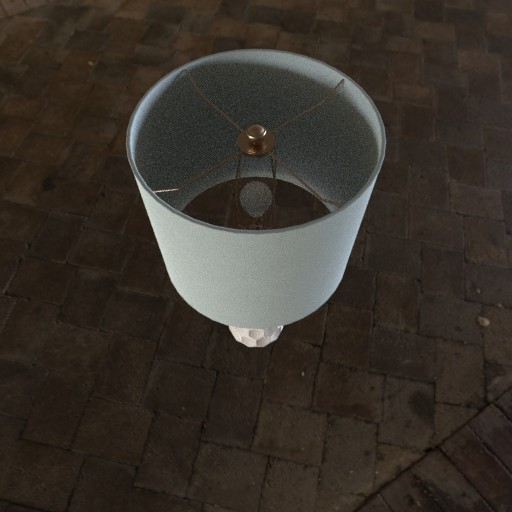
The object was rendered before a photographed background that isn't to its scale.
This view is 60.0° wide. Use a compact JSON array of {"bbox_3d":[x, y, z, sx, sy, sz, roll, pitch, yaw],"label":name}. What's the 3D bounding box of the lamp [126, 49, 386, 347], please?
[{"bbox_3d":[0.000,0.000,0.705,0.277,0.534,0.277,-1,59,-1],"label":"lamp"}]
